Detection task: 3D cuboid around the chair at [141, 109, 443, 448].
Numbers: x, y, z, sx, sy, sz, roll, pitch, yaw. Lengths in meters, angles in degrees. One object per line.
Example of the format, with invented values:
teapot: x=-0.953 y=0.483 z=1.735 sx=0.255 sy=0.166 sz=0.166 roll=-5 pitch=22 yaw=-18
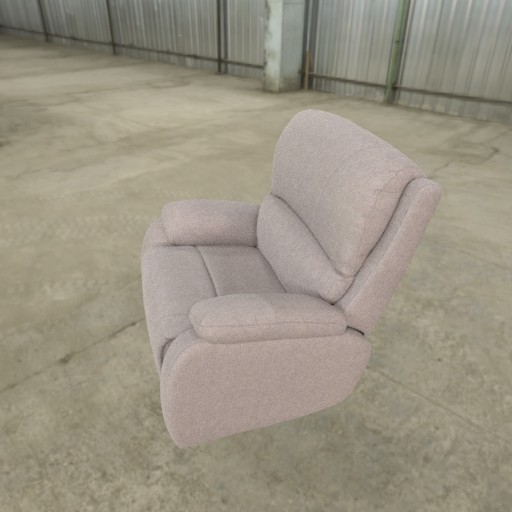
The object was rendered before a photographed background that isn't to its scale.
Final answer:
chair: x=0.000 y=0.000 z=1.740 sx=0.899 sy=1.011 sz=0.930 roll=-9 pitch=32 yaw=-15
